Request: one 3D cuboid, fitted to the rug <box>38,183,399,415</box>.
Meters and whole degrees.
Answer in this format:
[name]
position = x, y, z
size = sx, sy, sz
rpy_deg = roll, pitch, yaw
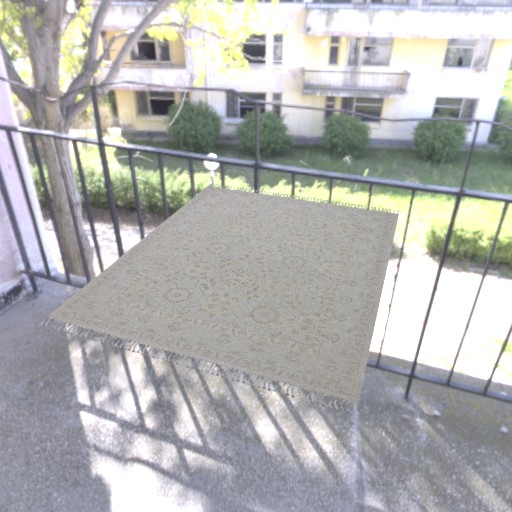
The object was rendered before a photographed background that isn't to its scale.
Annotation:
[rug]
position = 0.000, 0.000, 4.208
size = 2.444, 0.013, 3.043
rpy_deg = 11, 33, 17
